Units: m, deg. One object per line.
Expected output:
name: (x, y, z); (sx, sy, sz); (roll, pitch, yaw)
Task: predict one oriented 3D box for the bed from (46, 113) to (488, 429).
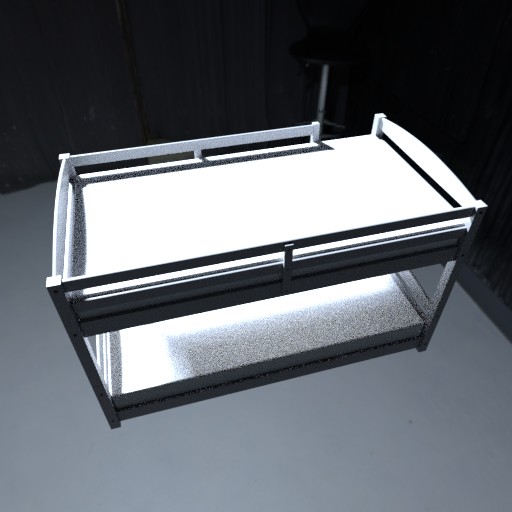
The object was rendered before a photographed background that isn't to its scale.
bed: (0.000, 0.000, 2.699); (2.013, 1.206, 1.105); (-11, 43, -11)
